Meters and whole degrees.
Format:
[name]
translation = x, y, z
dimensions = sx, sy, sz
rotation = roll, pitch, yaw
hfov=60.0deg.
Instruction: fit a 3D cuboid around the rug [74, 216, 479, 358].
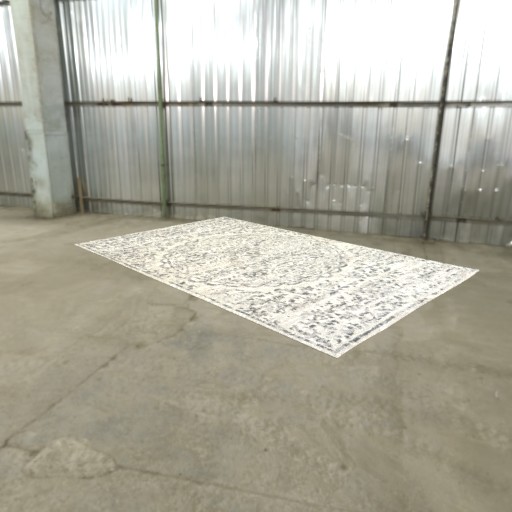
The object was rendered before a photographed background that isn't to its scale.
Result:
[rug]
translation = 0.000, 0.000, 3.102
dimensions = 1.527, 0.021, 2.447
rotation = -16, 23, -43
